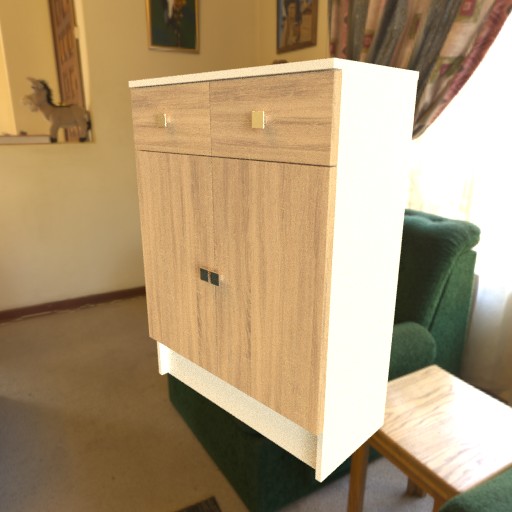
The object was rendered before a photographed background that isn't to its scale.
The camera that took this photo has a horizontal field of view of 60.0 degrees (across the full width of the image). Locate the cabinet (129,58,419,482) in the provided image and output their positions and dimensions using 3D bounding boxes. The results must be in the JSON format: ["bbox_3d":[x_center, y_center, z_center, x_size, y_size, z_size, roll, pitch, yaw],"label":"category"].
[{"bbox_3d":[0.000,0.000,1.083,0.600,0.815,0.296,16,23,42],"label":"cabinet"}]
